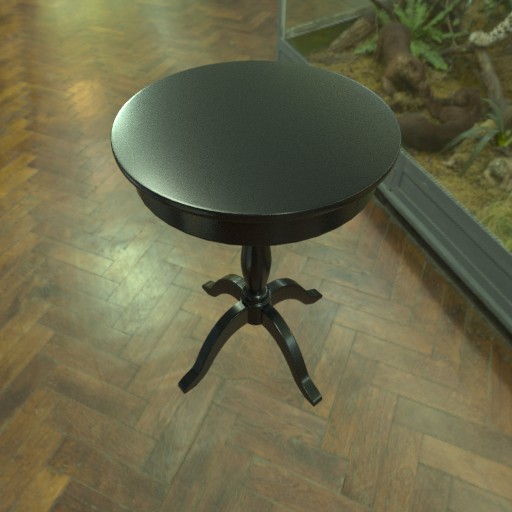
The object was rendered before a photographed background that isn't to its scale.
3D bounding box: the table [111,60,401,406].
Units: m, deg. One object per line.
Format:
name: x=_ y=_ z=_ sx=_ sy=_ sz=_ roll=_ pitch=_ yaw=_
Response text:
table: x=0.000 y=0.000 z=0.984 sx=0.481 sy=0.665 sz=0.481 roll=0 pitch=47 yaw=0
